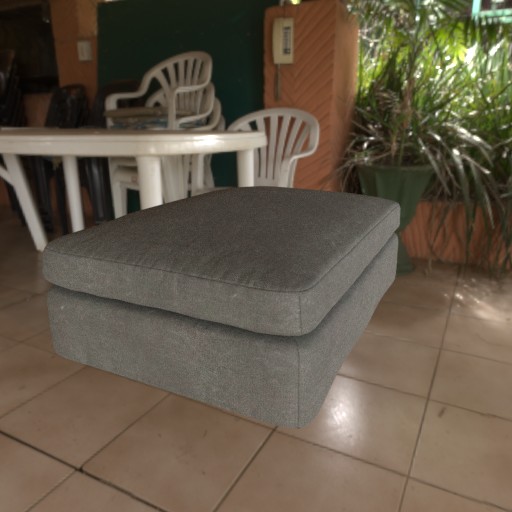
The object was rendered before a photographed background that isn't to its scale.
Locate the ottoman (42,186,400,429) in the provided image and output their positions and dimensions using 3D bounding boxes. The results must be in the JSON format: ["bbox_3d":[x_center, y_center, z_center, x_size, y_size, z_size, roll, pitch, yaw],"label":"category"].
[{"bbox_3d":[0.000,0.000,1.614,0.840,0.429,1.199,8,19,25],"label":"ottoman"}]
